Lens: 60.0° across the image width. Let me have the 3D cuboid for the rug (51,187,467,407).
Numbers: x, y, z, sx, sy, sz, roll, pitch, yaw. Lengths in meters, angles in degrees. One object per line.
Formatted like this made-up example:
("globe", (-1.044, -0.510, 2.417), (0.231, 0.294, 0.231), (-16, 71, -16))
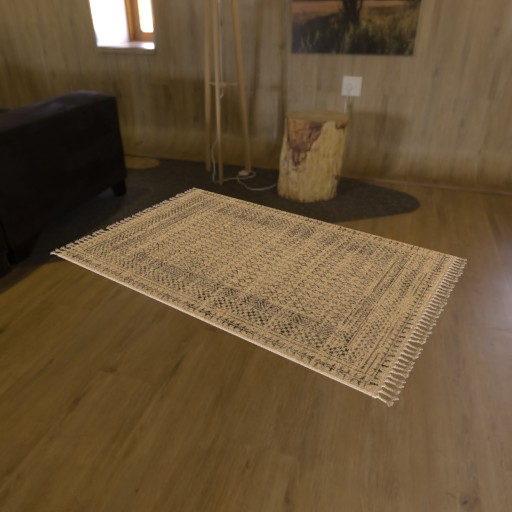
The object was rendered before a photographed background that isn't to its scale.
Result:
("rug", (0.000, 0.000, 3.076), (2.486, 0.013, 1.548), (18, 34, 29))
